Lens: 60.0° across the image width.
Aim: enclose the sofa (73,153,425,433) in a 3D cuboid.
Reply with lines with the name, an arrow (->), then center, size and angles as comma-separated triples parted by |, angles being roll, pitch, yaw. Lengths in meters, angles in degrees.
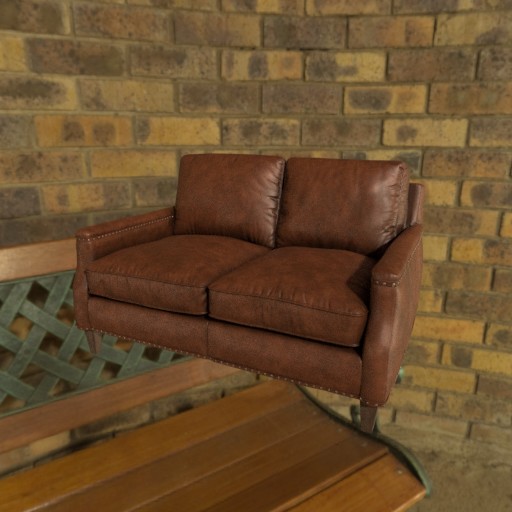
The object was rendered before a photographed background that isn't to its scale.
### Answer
sofa -> 0.000, 0.000, 2.330 | 1.628, 1.003, 1.083 | 8, 18, 25
